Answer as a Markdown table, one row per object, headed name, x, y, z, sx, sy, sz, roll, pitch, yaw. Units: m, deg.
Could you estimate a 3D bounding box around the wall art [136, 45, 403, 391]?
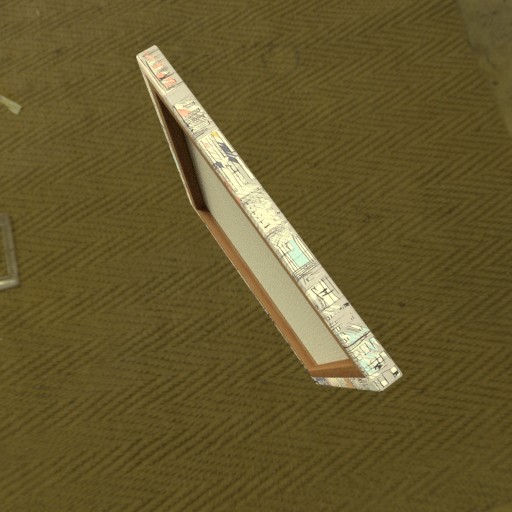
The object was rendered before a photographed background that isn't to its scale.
| name | x | y | z | sx | sy | sz | roll | pitch | yaw |
| --- | --- | --- | --- | --- | --- | --- | --- | --- | --- |
| wall art | 0.000 | 0.000 | 0.915 | 0.038 | 0.608 | 0.607 | -34 | 77 | -9 |
